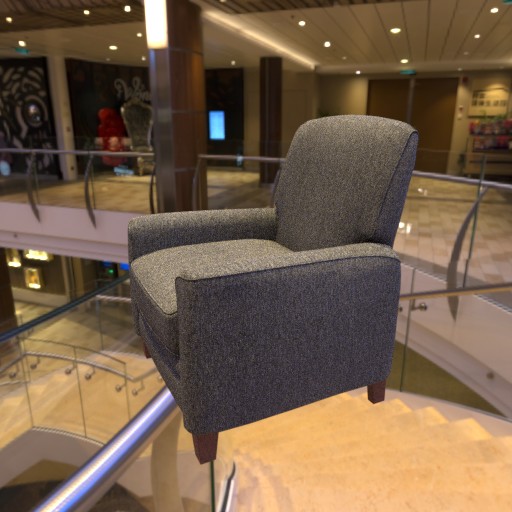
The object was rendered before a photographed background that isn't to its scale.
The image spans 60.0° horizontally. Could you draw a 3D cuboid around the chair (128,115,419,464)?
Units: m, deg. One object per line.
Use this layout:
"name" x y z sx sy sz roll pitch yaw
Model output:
"chair" 0.000 0.000 1.664 0.864 1.014 0.848 -8 19 -25
